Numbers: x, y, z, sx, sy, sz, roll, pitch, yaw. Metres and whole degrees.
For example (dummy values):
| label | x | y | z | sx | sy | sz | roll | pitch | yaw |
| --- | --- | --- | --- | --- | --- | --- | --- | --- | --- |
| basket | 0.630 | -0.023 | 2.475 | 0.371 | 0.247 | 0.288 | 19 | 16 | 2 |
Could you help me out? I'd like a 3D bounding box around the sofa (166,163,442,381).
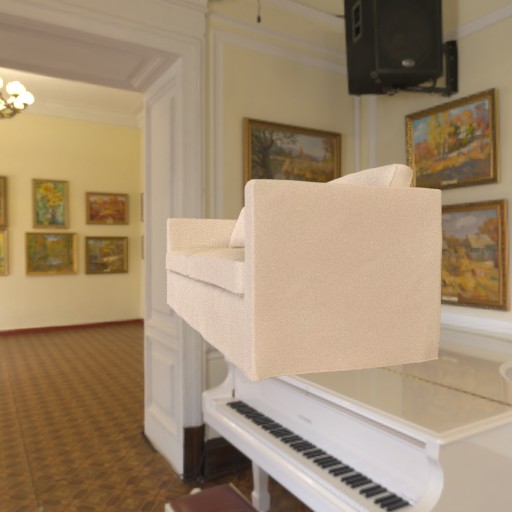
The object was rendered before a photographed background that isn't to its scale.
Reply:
| label | x | y | z | sx | sy | sz | roll | pitch | yaw |
| --- | --- | --- | --- | --- | --- | --- | --- | --- | --- |
| sofa | 0.000 | 0.000 | 3.314 | 1.036 | 0.999 | 2.779 | 0 | 1 | -19 |
